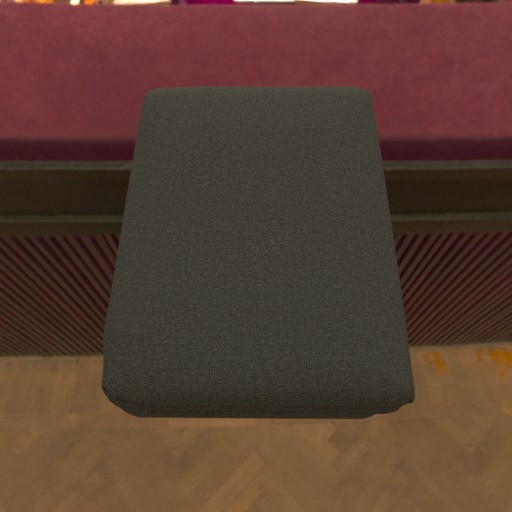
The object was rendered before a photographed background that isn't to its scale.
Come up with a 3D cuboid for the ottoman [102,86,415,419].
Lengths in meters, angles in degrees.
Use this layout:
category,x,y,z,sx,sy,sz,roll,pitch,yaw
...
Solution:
category,x,y,z,sx,sy,sz,roll,pitch,yaw
ottoman,0.000,0.000,1.203,0.629,0.503,0.835,0,63,0
